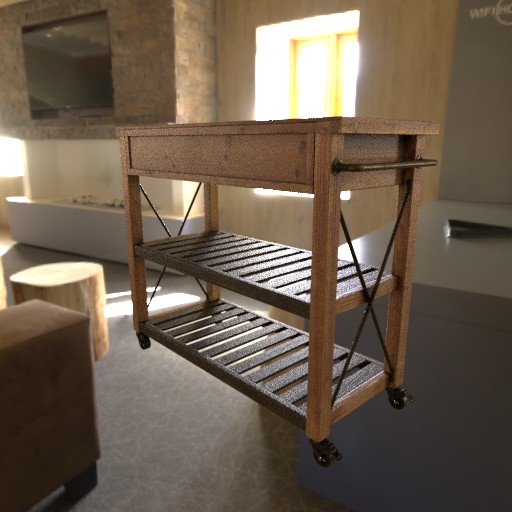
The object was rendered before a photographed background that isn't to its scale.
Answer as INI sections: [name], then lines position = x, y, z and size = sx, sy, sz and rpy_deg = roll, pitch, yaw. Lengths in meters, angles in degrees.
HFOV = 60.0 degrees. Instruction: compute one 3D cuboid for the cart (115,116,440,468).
[cart]
position = 0.000, 0.000, 0.976
size = 0.298, 0.554, 0.686
rpy_deg = -13, 20, -41
